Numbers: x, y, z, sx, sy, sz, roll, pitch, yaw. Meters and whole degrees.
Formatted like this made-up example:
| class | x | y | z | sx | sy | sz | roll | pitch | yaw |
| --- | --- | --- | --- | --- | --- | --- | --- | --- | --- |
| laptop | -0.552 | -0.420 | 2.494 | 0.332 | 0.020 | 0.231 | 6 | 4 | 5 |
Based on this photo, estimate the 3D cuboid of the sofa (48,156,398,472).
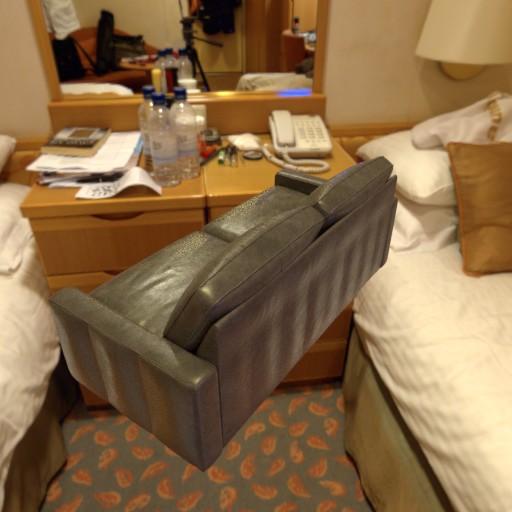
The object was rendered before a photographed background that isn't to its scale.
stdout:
| class | x | y | z | sx | sy | sz | roll | pitch | yaw |
| --- | --- | --- | --- | --- | --- | --- | --- | --- | --- |
| sofa | 0.000 | 0.000 | 2.593 | 0.939 | 0.916 | 2.081 | 21 | 37 | 30 |
